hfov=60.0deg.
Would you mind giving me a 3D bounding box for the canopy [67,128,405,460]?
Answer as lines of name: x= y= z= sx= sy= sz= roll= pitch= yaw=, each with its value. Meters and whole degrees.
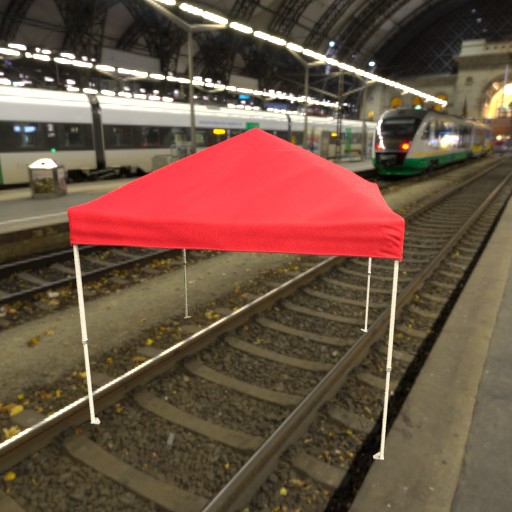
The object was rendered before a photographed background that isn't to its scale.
canopy: x=0.000 y=0.000 z=5.394 sx=2.996 sy=2.997 sz=2.998 roll=3 pitch=15 yaw=10
